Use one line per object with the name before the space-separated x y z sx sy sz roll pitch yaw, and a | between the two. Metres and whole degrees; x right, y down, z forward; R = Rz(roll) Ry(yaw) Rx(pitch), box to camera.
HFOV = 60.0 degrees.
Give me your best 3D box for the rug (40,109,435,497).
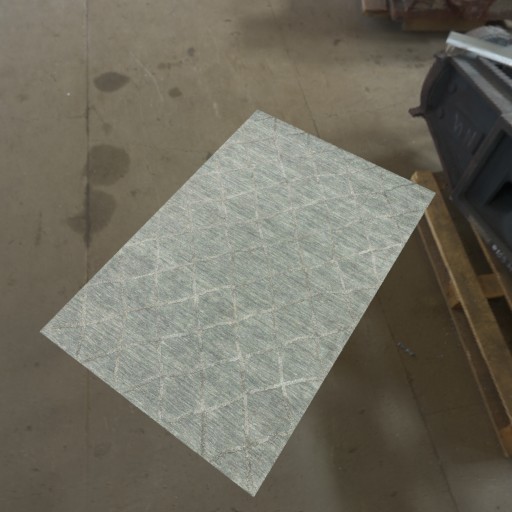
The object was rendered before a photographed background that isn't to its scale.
rug | 0.000 0.000 2.868 1.521 0.006 2.283 30 64 17
